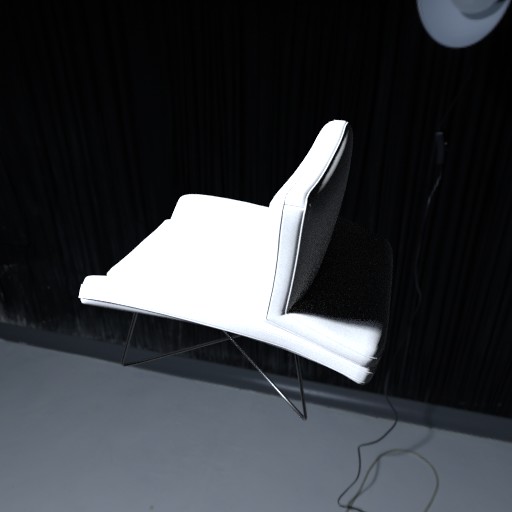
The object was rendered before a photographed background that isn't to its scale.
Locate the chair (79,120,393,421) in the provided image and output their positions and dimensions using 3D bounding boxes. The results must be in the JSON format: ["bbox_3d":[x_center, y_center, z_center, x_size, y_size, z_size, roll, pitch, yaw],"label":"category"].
[{"bbox_3d":[0.000,0.000,1.670,1.008,0.855,0.859,9,31,15],"label":"chair"}]
